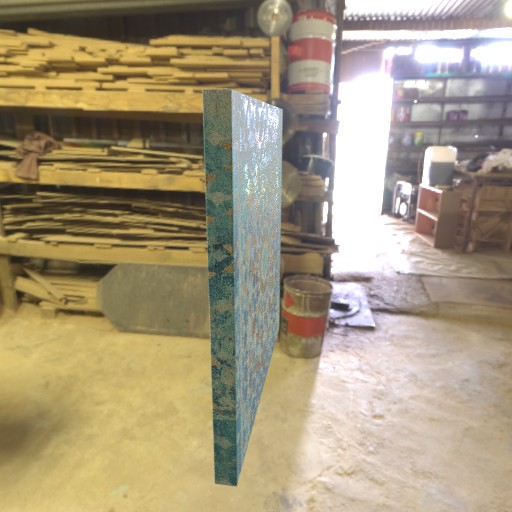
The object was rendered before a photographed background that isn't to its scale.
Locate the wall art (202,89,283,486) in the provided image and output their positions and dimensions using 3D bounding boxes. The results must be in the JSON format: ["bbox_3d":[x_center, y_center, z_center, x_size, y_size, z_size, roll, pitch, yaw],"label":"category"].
[{"bbox_3d":[0.000,0.000,0.930,0.040,0.609,0.609,3,16,9],"label":"wall art"}]
